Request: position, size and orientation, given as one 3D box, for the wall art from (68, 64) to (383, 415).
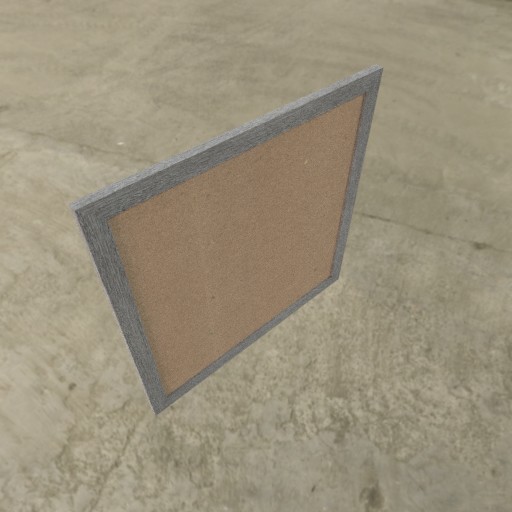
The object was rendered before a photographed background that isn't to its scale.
[{"bbox_3d":[0.000,0.000,1.024,0.685,0.685,0.020,-32,55,-26],"label":"wall art"}]
